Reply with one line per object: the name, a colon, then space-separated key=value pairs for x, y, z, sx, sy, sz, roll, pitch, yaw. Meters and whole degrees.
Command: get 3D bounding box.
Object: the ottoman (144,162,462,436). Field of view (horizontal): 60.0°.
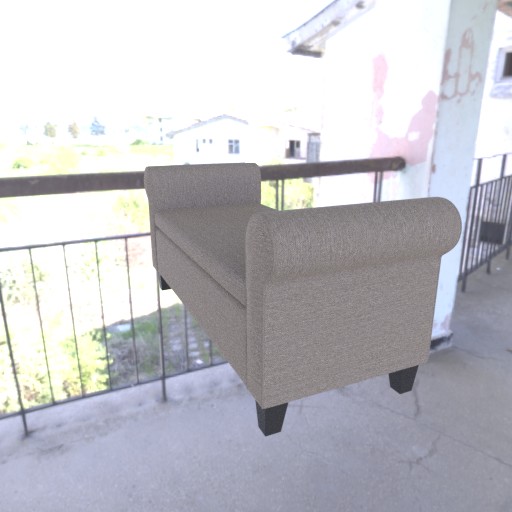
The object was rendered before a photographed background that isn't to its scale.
ottoman: x=0.000 y=0.000 z=1.557 sx=0.521 sy=0.547 sz=1.256 roll=-8 pitch=18 yaw=-24
